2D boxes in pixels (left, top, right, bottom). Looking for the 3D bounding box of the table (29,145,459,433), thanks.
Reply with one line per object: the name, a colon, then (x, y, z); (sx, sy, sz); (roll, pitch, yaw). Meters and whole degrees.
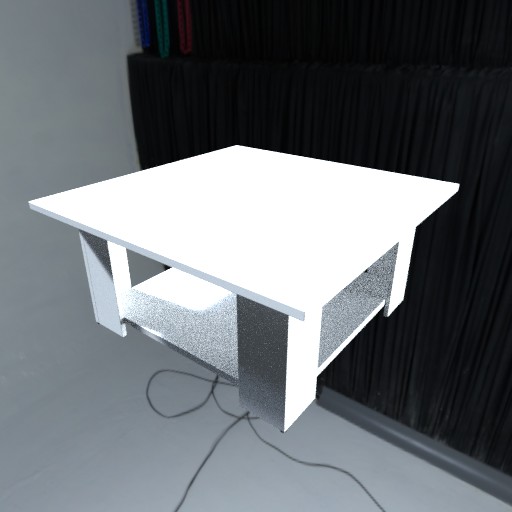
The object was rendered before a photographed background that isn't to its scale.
table: (0.000, 0.000, 1.039); (0.670, 0.305, 0.670); (19, 32, 33)
